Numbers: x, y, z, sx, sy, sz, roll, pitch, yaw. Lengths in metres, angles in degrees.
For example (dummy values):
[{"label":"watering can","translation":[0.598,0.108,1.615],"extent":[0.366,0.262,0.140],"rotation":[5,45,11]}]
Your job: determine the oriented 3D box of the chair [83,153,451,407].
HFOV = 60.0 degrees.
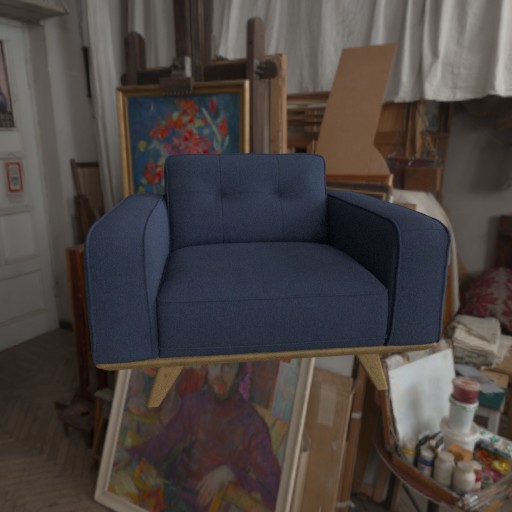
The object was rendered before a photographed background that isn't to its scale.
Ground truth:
[{"label":"chair","translation":[0.000,0.000,1.767],"extent":[1.118,0.783,0.953],"rotation":[-2,15,-7]}]
